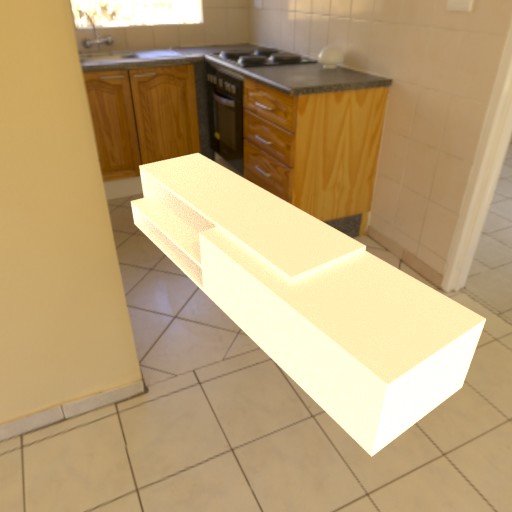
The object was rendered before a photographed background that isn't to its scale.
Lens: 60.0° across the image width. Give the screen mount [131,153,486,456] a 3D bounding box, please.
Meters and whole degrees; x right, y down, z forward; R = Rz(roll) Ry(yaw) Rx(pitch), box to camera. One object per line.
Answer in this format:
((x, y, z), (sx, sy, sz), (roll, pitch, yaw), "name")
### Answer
((0.000, 0.000, 1.818), (0.420, 0.320, 1.680), (-21, 37, -29), "screen mount")
